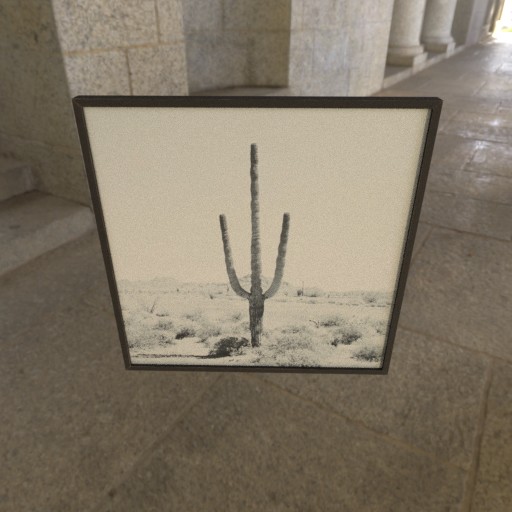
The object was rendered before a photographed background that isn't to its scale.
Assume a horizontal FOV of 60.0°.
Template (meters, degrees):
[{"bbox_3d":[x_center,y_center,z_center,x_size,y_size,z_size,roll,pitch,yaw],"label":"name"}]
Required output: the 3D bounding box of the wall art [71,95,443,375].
[{"bbox_3d":[0.000,0.000,1.115,0.762,0.762,0.038,1,30,1],"label":"wall art"}]
